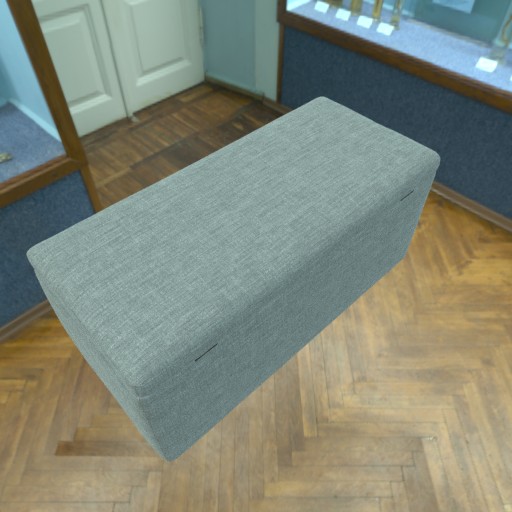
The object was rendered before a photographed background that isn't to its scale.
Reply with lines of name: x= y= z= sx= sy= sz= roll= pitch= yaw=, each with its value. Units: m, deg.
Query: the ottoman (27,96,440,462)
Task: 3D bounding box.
ottoman: x=0.000 y=0.000 z=1.112 sx=0.902 sy=0.432 sz=0.419 roll=-35 pitch=57 yaw=-27
